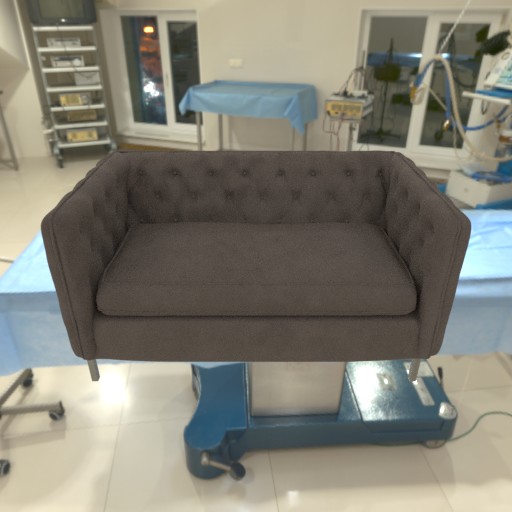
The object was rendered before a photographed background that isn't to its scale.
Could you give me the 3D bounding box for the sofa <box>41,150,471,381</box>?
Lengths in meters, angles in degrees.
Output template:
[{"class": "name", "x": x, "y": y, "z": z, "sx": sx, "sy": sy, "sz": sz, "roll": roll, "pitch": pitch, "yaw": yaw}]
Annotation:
[{"class": "sofa", "x": 0.000, "y": 0.000, "z": 2.114, "sx": 1.583, "sy": 0.810, "sz": 0.909, "roll": 0, "pitch": 29, "yaw": 0}]
